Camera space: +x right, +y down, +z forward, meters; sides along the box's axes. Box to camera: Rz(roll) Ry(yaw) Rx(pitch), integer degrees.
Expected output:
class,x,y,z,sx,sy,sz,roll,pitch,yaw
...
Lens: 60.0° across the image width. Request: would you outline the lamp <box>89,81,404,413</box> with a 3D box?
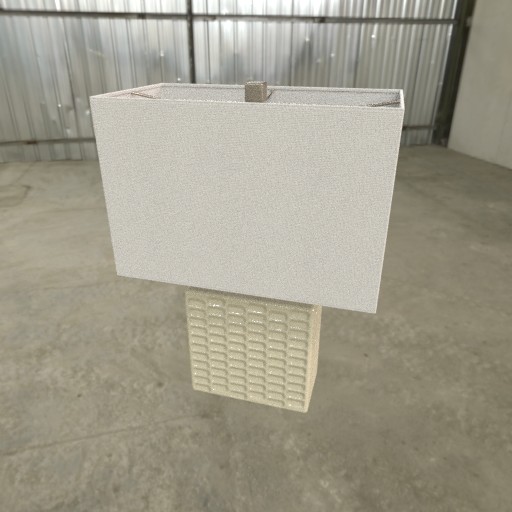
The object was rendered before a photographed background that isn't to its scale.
class,x,y,z,sx,sy,sz,roll,pitch,yaw
lamp,0.000,0.000,0.703,0.380,0.515,0.200,7,27,14
